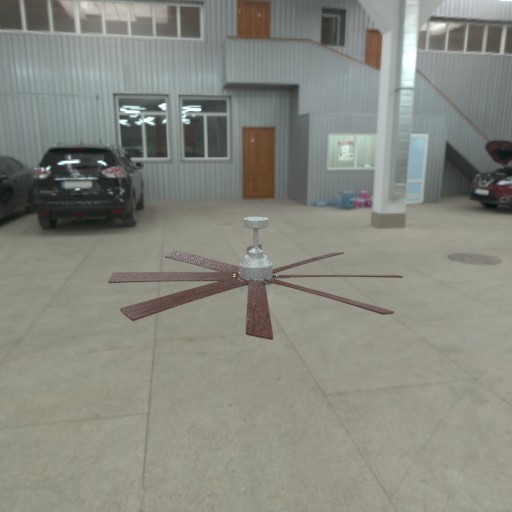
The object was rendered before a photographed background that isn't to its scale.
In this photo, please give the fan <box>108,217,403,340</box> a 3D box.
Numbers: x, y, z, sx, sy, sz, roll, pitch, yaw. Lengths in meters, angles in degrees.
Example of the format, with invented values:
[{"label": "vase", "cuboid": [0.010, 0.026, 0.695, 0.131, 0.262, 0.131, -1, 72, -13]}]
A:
[{"label": "fan", "cuboid": [0.000, 0.000, 2.771, 1.830, 0.472, 1.830, 13, 19, 43]}]
